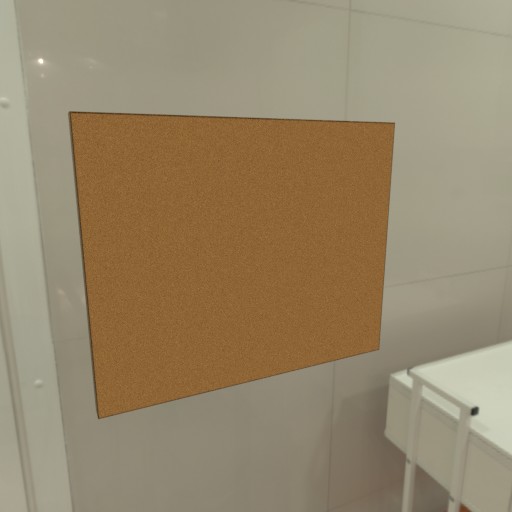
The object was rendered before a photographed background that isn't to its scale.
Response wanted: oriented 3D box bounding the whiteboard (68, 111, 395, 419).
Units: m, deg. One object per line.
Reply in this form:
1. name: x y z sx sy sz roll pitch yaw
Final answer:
1. whiteboard: 0.000 0.000 0.770 0.561 0.457 0.029 -7 15 -25
